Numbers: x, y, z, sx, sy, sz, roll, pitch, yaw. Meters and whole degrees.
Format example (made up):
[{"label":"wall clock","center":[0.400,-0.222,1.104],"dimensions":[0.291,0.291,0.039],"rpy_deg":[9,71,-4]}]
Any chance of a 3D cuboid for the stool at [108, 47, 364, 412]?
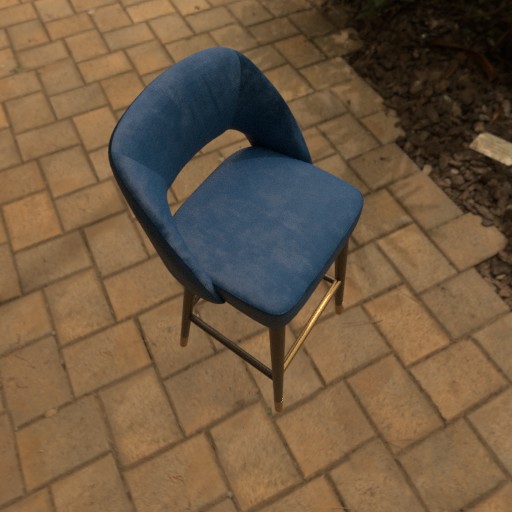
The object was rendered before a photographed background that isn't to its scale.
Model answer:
[{"label":"stool","center":[0.000,0.000,1.291],"dimensions":[0.515,1.016,0.514],"rpy_deg":[30,63,17]}]
